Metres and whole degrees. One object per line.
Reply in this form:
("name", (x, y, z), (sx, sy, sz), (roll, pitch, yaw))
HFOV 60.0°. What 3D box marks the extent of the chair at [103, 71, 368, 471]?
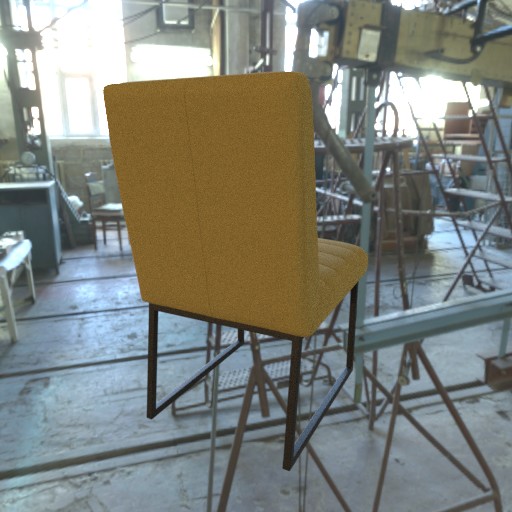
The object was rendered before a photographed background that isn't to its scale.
("chair", (0.000, 0.000, 1.303), (0.520, 0.930, 0.634), (8, 17, 27))
